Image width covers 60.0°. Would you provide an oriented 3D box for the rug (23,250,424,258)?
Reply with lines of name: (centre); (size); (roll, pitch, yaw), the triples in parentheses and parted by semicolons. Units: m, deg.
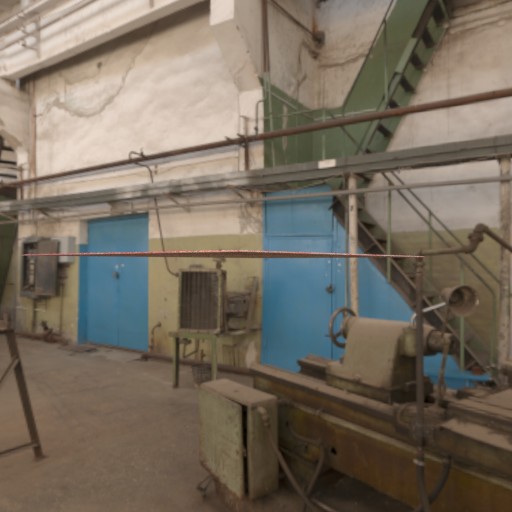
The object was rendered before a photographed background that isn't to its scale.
rug: (0.000, 0.000, 2.316); (1.219, 0.006, 1.829); (-1, -1, 36)
